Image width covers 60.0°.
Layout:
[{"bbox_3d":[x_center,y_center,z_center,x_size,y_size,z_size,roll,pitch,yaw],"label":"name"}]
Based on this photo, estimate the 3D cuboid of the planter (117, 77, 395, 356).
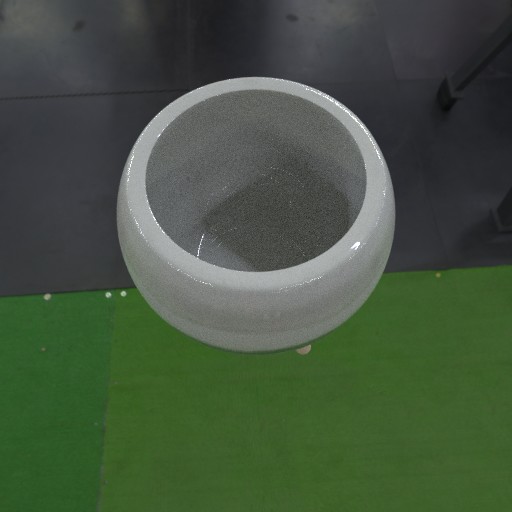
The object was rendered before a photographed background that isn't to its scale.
[{"bbox_3d":[0.000,0.000,0.434,0.222,0.278,0.222,0,64,0],"label":"planter"}]
